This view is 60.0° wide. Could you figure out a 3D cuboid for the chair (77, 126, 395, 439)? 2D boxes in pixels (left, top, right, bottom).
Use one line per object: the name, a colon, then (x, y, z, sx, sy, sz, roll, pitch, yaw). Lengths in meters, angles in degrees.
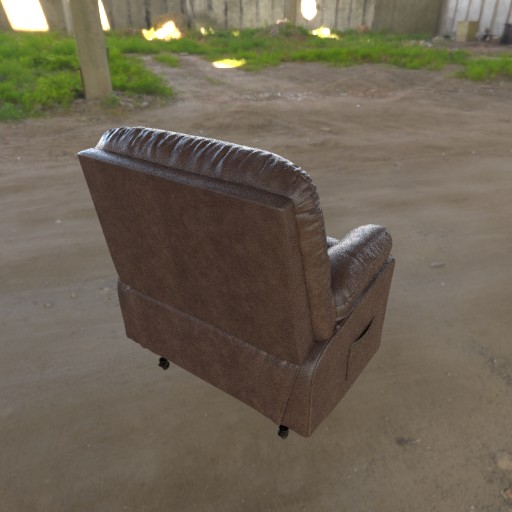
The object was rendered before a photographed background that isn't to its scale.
chair: (0.000, 0.000, 1.740, 0.940, 1.041, 0.879, 19, 35, 30)
